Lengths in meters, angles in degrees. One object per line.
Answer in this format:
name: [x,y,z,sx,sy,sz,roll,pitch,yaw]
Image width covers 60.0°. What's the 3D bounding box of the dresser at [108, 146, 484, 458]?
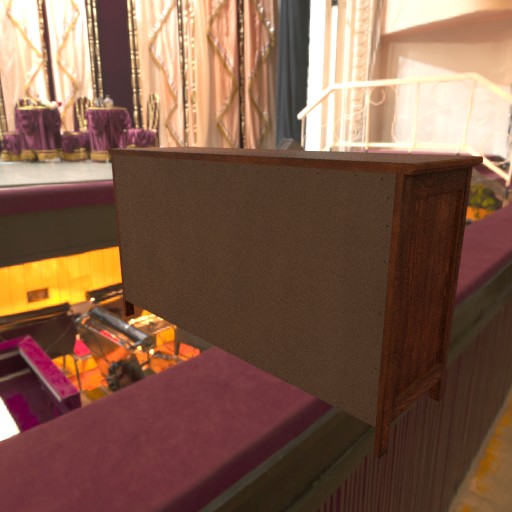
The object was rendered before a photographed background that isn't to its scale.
dresser: [0.000,0.000,1.863,0.463,0.856,1.551,-15,21,-43]
